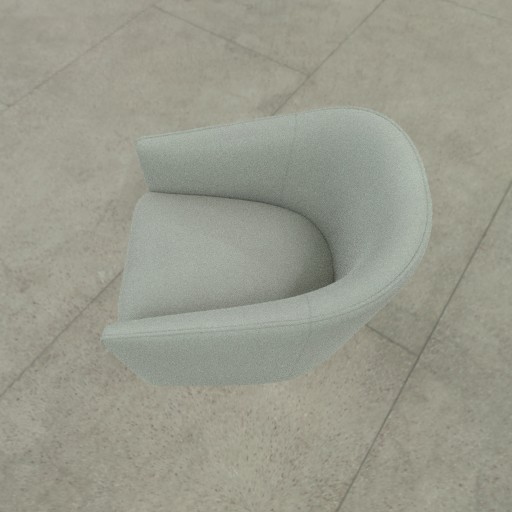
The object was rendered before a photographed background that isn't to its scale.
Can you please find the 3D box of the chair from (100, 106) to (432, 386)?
[{"bbox_3d":[0.000,0.000,1.451,0.875,0.799,0.747,0,60,0],"label":"chair"}]
